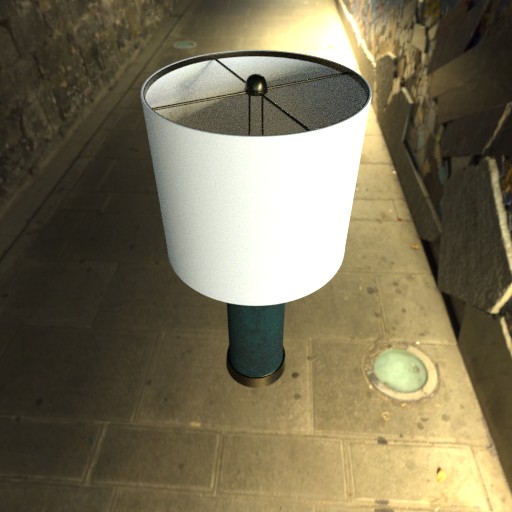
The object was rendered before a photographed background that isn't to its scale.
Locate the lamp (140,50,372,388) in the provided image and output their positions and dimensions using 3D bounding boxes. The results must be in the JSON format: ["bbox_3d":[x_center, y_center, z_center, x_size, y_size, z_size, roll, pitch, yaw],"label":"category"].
[{"bbox_3d":[0.000,0.000,0.785,0.301,0.630,0.301,13,43,14],"label":"lamp"}]
